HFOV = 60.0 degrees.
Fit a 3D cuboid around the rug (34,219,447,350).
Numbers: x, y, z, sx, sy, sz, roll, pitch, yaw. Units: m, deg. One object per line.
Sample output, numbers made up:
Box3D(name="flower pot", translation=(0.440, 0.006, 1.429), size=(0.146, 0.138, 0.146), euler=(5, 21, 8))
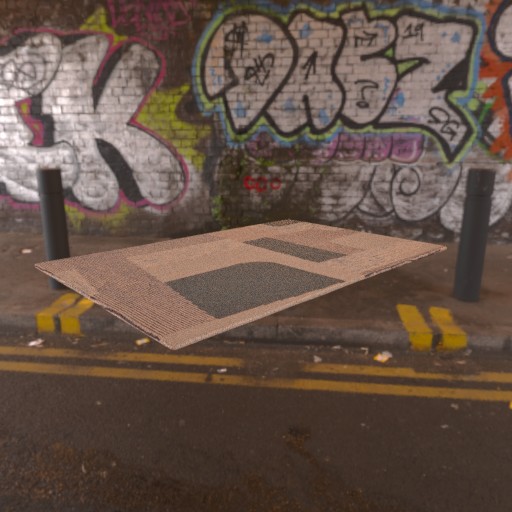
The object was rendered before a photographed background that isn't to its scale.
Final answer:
Box3D(name="rug", translation=(0.000, 0.000, 2.362), size=(1.847, 0.020, 1.238), euler=(-13, 20, -42))
